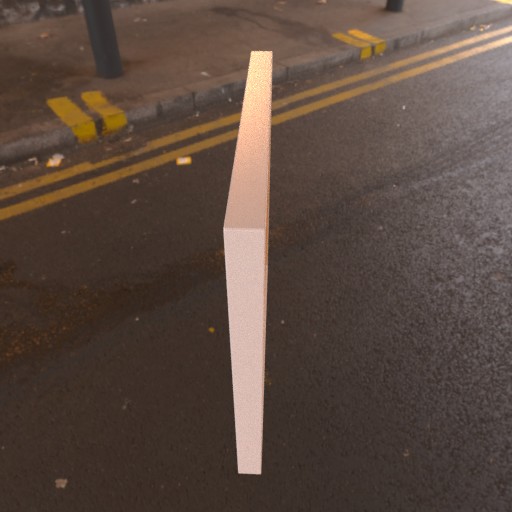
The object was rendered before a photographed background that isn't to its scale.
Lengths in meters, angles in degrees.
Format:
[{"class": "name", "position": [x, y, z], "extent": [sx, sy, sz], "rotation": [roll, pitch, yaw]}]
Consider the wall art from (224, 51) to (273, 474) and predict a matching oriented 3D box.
[{"class": "wall art", "position": [0.000, 0.000, 0.750], "extent": [0.038, 0.508, 0.508], "rotation": [2, 41, 2]}]
